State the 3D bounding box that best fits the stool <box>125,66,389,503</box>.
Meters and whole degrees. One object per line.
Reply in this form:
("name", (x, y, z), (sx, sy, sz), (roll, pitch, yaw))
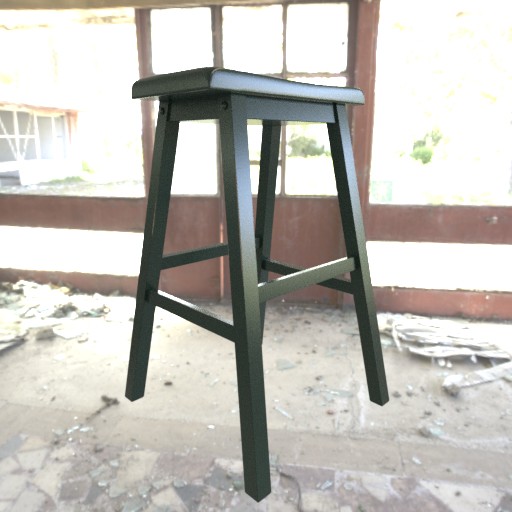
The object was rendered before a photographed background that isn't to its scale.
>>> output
("stool", (0.000, 0.000, 1.013), (0.457, 0.737, 0.476), (-14, 20, -43))
